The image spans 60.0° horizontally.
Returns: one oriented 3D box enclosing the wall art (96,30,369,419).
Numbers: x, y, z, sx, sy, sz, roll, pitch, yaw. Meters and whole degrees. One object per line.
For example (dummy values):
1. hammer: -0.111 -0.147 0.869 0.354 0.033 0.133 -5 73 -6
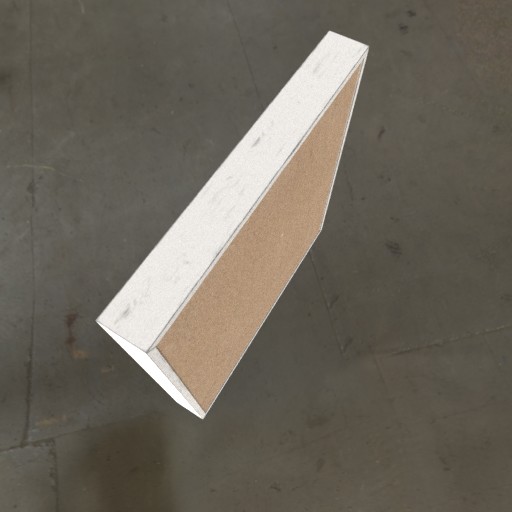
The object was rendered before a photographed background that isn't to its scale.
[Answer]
1. wall art: 0.000 0.000 0.454 0.038 0.305 0.305 28 67 14
